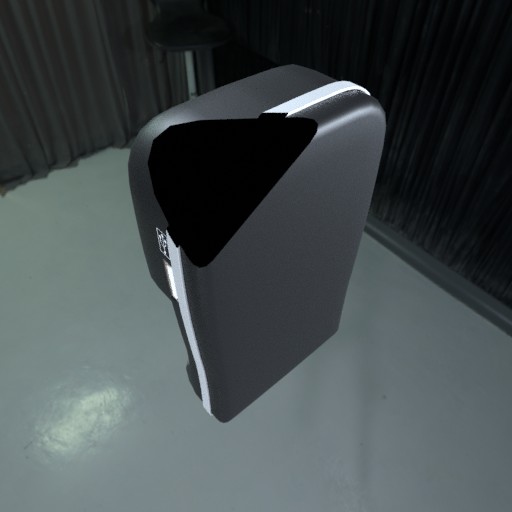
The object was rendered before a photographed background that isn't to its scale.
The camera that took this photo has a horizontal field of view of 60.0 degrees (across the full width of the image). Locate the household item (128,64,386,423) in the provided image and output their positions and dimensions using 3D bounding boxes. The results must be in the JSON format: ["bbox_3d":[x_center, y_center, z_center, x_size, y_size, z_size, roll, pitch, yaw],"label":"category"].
[{"bbox_3d":[0.000,0.000,0.148,0.070,0.114,0.038,-32,54,-27],"label":"household item"}]
